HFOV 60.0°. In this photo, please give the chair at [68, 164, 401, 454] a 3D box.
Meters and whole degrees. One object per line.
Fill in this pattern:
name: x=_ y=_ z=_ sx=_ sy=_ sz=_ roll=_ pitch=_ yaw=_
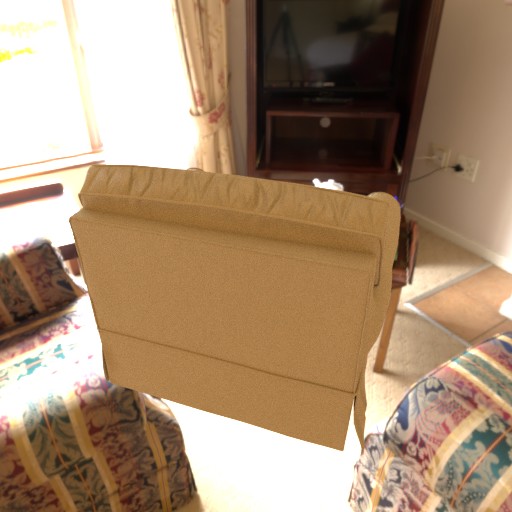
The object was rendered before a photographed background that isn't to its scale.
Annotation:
chair: x=0.000 y=0.000 z=1.815 sx=1.096 sy=0.937 sz=0.903 roll=10 pitch=34 yaw=16
